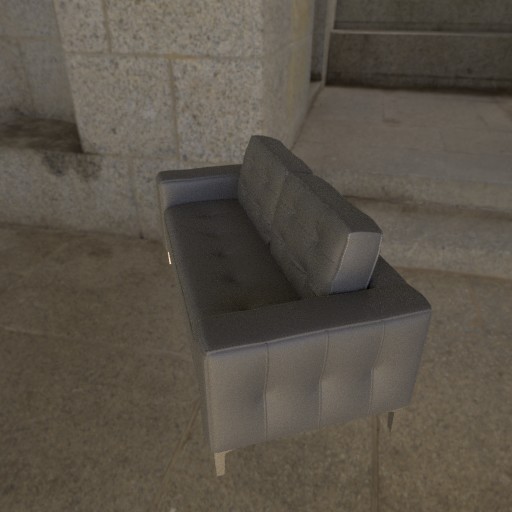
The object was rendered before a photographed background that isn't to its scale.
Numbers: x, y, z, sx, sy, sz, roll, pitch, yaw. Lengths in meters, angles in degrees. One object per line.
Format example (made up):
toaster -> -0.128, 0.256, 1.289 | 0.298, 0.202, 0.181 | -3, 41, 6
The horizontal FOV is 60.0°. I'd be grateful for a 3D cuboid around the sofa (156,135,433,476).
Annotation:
sofa -> 0.000, 0.000, 2.230 | 0.833, 0.892, 1.726 | -8, 31, -14
